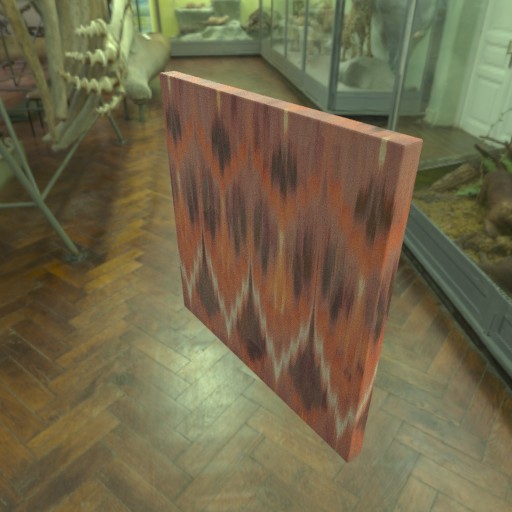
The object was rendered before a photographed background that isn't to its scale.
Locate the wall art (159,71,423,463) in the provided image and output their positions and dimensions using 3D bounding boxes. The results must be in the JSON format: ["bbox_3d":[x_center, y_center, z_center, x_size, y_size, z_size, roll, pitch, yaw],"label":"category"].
[{"bbox_3d":[0.000,0.000,0.882,0.037,0.609,0.603,-22,38,-32],"label":"wall art"}]
